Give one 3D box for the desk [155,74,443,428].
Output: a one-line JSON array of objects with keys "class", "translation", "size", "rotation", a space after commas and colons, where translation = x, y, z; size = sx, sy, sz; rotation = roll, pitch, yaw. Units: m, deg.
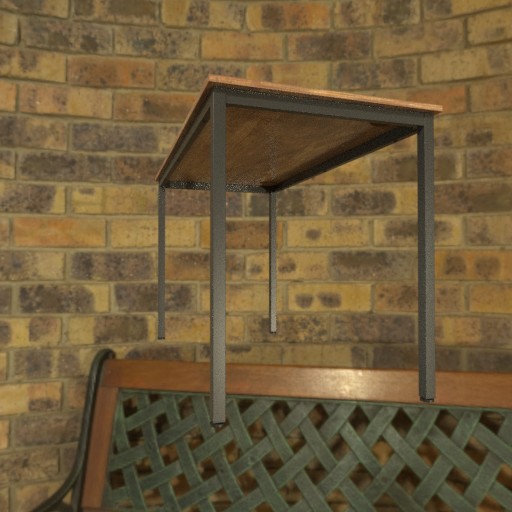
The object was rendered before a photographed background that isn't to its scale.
[{"class": "desk", "translation": [0.000, 0.000, 1.587], "size": [0.600, 0.749, 1.200], "rotation": [0, -1, -18]}]
